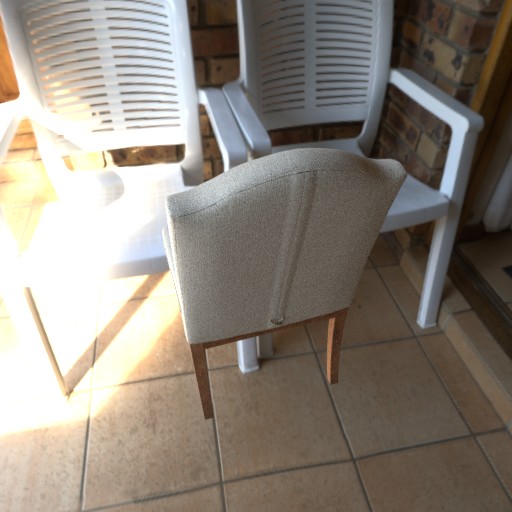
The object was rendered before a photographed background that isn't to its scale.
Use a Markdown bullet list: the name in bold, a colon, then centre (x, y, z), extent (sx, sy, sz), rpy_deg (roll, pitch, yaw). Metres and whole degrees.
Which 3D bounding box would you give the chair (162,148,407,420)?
- **chair**: centre (0.000, 0.000, 1.402), extent (0.534, 1.012, 0.648), rpy_deg (-11, 43, -13)
